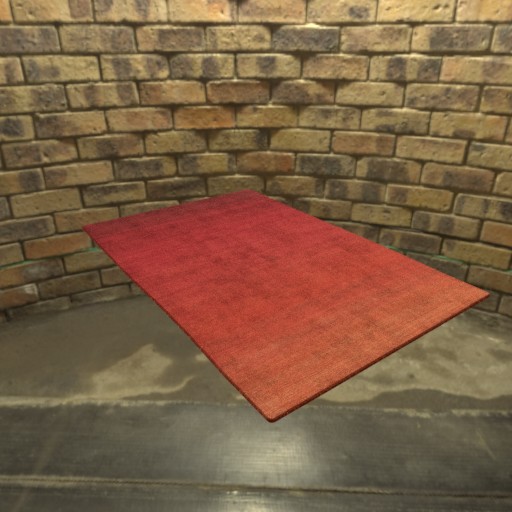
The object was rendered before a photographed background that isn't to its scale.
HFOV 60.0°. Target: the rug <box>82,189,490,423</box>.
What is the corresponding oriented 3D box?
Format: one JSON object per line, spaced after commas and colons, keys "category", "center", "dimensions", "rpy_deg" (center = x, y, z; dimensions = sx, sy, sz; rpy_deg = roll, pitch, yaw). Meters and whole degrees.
{"category": "rug", "center": [0.000, 0.000, 2.283], "dimensions": [1.230, 0.018, 1.835], "rpy_deg": [-18, 32, -32]}
